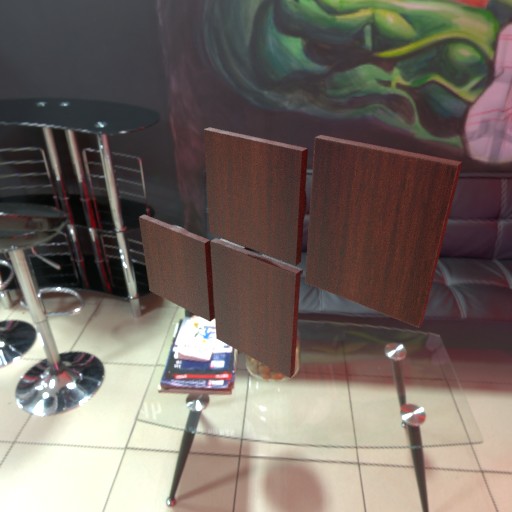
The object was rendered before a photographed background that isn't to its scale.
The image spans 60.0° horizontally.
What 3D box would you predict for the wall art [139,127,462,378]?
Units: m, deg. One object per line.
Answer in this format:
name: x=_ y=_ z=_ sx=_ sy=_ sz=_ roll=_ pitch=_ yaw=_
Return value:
wall art: x=0.000 y=0.000 z=0.837 sx=0.635 sy=0.497 sz=0.030 roll=21 pitch=37 yaw=31
